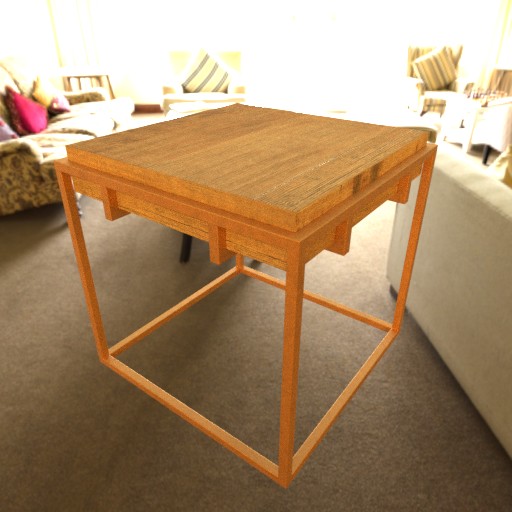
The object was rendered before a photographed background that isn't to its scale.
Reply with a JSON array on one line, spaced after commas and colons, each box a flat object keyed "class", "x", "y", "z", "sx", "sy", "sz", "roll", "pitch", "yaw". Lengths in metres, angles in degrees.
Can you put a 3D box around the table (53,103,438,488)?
[{"class": "table", "x": 0.000, "y": 0.000, "z": 1.098, "sx": 0.599, "sy": 0.584, "sz": 0.599, "roll": 20, "pitch": 36, "yaw": 31}]
